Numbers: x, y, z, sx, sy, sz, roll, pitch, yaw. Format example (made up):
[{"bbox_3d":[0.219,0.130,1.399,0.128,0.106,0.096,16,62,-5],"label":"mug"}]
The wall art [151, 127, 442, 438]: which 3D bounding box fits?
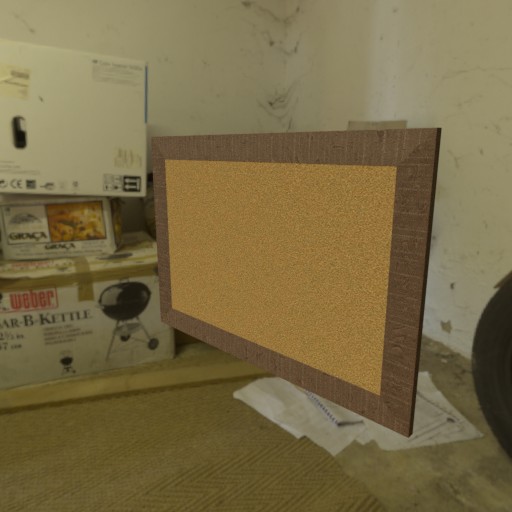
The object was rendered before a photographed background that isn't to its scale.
[{"bbox_3d":[0.000,0.000,1.175,0.917,0.626,0.019,13,19,43],"label":"wall art"}]
